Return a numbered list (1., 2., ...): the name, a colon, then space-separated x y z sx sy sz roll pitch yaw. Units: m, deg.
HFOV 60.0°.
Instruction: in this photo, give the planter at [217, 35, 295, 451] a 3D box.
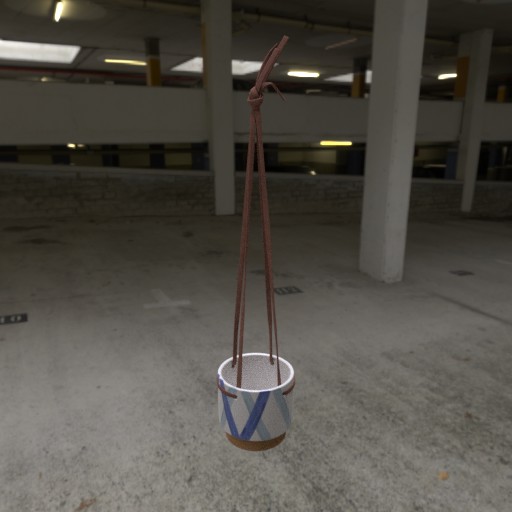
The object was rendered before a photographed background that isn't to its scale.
1. planter: 0.000 0.000 0.822 0.157 0.753 0.153 -8 17 -26
